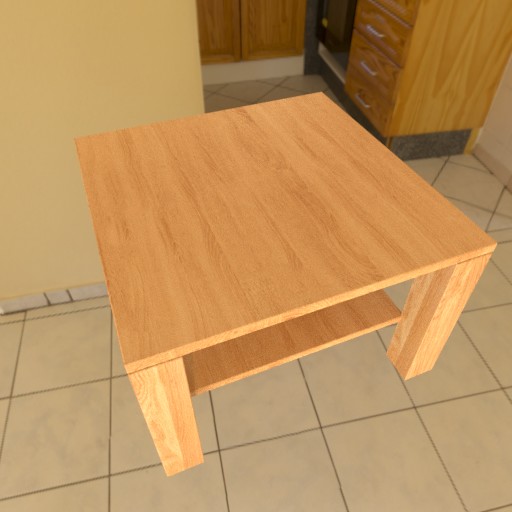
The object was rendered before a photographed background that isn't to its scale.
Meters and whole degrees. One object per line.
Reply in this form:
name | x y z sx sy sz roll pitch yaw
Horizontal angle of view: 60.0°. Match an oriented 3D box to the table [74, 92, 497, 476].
table | 0.000 0.000 1.128 0.700 0.450 0.700 -16 47 -16
